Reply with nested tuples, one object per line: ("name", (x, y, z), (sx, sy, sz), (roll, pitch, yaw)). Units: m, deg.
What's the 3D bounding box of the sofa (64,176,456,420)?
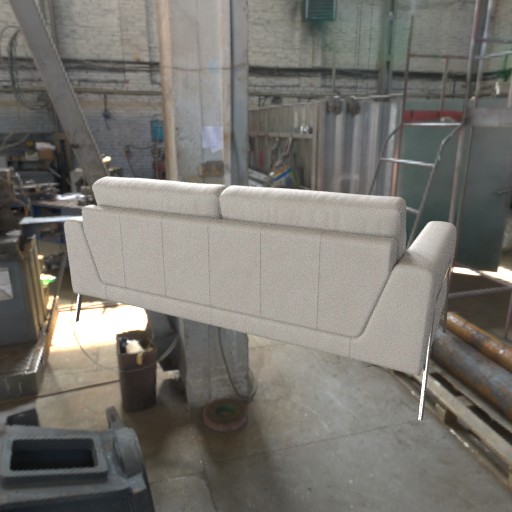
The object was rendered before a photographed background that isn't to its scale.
("sofa", (0.000, 0.000, 2.521), (2.017, 0.875, 0.953), (8, 18, 27))
